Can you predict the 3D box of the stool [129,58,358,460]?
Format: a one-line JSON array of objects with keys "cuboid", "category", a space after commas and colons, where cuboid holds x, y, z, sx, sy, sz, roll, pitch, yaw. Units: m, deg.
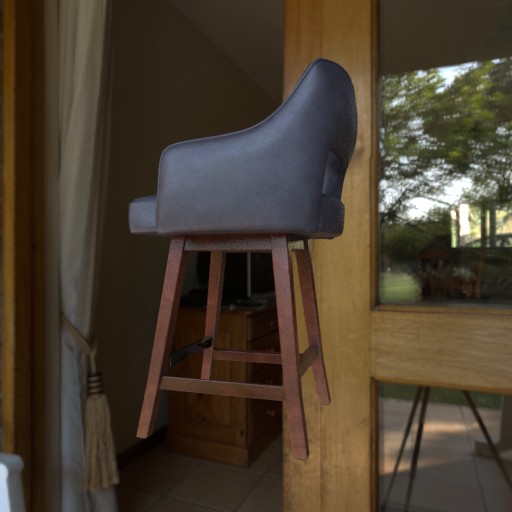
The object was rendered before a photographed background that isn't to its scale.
[{"cuboid": [0.000, 0.000, 1.265, 0.560, 0.936, 0.550, 0, 0, 17], "category": "stool"}]
